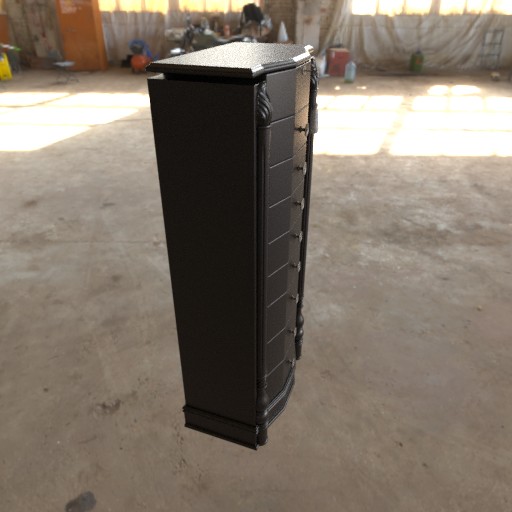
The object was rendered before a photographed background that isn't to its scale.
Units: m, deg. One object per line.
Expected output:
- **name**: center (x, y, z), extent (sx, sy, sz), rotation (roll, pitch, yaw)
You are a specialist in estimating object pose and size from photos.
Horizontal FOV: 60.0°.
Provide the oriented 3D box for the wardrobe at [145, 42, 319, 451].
- **wardrobe**: center (0.000, 0.000, 1.207), extent (0.295, 1.011, 0.444), rotation (11, 33, 17)
